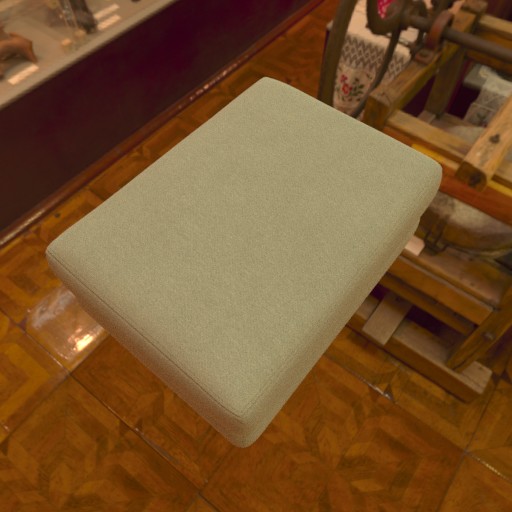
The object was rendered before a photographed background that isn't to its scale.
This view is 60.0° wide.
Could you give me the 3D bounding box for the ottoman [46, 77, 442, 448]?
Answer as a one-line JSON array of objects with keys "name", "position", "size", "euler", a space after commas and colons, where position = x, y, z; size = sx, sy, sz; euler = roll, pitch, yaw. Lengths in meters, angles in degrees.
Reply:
[{"name": "ottoman", "position": [0.000, 0.000, 1.148], "size": [0.569, 0.499, 0.773], "euler": [35, 64, 20]}]
